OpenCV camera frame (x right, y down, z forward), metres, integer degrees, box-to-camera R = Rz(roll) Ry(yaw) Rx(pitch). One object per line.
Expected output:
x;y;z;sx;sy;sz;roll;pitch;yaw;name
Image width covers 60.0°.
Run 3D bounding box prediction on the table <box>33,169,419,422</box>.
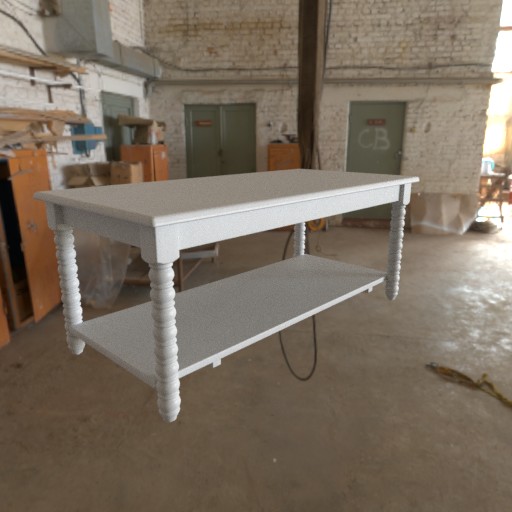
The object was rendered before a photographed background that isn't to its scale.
0.000;0.000;1.490;0.580;0.487;1.171;14;21;42;table
